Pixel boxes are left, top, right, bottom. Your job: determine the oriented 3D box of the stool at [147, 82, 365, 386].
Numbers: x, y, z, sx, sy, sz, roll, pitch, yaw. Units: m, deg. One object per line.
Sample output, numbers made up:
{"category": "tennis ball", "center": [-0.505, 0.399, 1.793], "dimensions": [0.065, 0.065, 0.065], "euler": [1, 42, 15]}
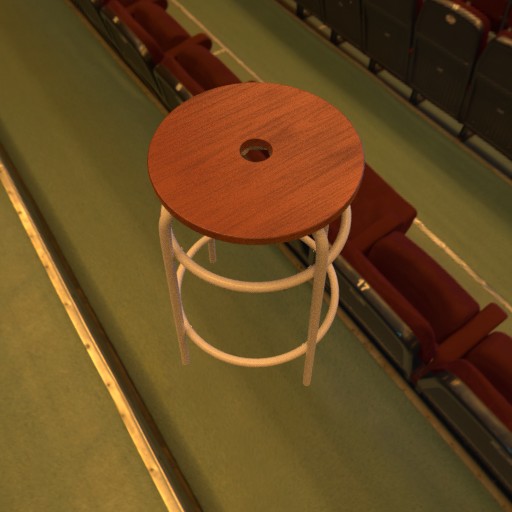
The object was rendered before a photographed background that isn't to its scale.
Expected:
{"category": "stool", "center": [0.000, 0.000, 0.942], "dimensions": [0.455, 0.610, 0.455], "euler": [-31, 62, -18]}
